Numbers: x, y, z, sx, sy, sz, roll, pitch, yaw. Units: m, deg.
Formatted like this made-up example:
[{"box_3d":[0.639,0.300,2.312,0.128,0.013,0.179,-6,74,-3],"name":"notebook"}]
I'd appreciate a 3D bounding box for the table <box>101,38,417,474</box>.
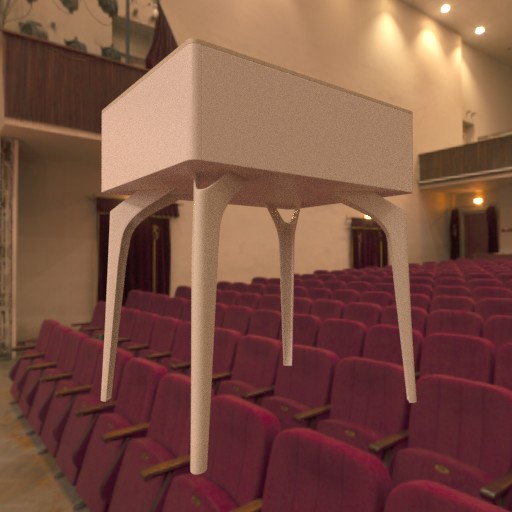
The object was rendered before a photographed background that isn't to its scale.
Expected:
[{"box_3d":[0.000,0.000,0.881,0.500,0.570,0.400,0,0,-37],"name":"table"}]
